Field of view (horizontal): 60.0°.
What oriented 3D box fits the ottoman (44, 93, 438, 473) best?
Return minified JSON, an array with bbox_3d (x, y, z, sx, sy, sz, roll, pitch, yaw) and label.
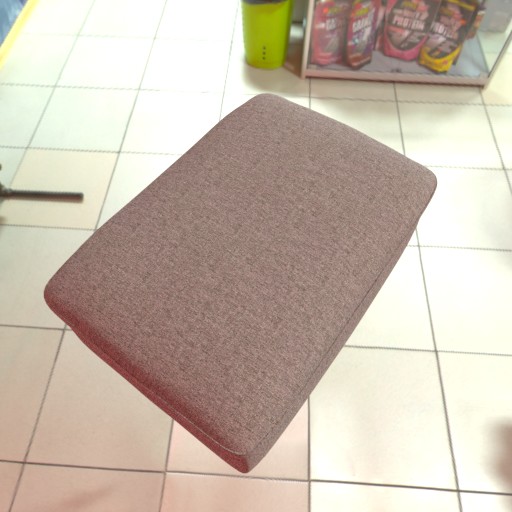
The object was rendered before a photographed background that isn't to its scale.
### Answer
[{"bbox_3d":[0.000,0.000,1.317,0.694,0.451,0.977,32,64,18],"label":"ottoman"}]
